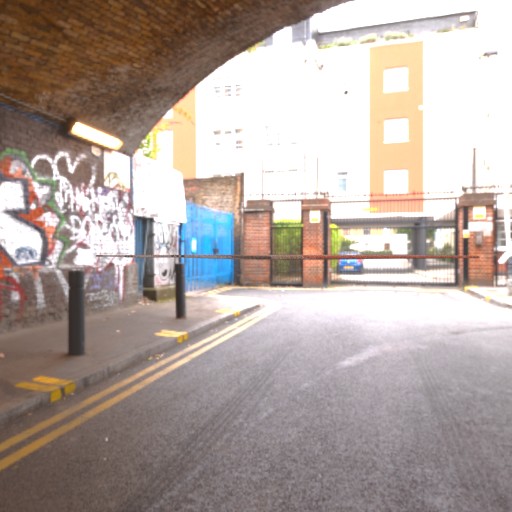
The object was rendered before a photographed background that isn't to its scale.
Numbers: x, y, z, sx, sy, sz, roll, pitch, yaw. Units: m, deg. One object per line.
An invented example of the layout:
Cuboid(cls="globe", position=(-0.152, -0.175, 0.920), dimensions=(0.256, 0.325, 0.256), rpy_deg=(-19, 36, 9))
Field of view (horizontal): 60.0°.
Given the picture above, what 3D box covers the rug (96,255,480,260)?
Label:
Cuboid(cls="rug", position=(0.000, 0.000, 3.000), dimensions=(1.530, 0.017, 2.446), rpy_deg=(0, 0, -35))
